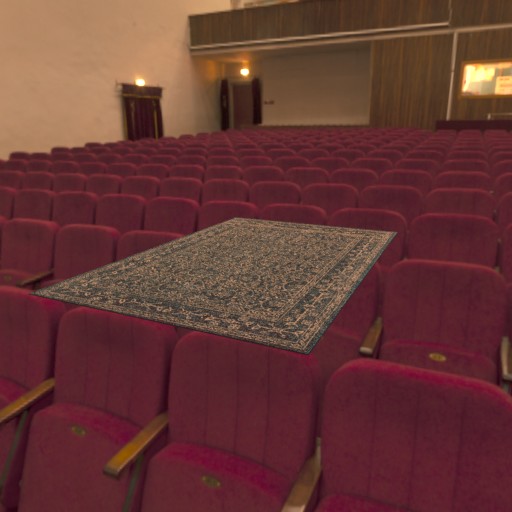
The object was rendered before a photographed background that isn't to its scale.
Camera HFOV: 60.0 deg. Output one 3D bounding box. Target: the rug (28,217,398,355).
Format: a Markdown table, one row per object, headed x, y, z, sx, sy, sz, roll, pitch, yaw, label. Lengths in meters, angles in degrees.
| x | y | z | sx | sy | sz | roll | pitch | yaw | label |
| --- | --- | --- | --- | --- | --- | --- | --- | --- | --- |
| 0.000 | 0.000 | 2.356 | 1.200 | 0.005 | 1.819 | 7 | 17 | 24 | rug |
